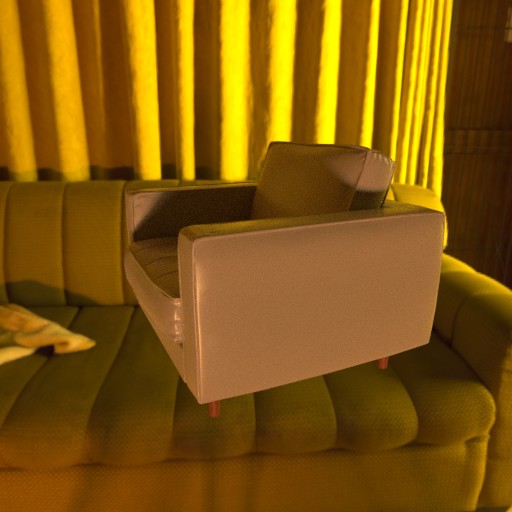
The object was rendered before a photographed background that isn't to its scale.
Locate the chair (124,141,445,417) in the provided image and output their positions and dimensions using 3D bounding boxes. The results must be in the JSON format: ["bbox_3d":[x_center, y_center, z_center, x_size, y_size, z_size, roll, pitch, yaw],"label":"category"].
[{"bbox_3d":[0.000,0.000,1.570,0.843,0.773,0.928,-8,18,-24],"label":"chair"}]
